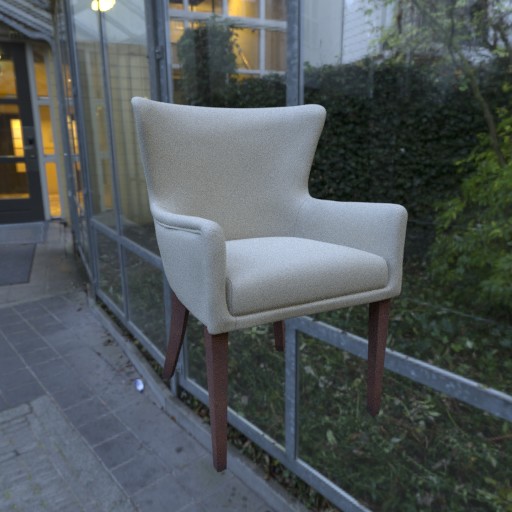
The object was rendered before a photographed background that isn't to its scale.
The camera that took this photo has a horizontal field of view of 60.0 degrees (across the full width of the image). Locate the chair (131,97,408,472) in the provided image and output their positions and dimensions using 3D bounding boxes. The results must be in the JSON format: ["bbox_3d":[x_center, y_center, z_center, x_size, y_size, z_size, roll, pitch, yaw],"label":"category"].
[{"bbox_3d":[0.000,0.000,1.395,0.660,0.952,0.686,-7,16,-27],"label":"chair"}]
